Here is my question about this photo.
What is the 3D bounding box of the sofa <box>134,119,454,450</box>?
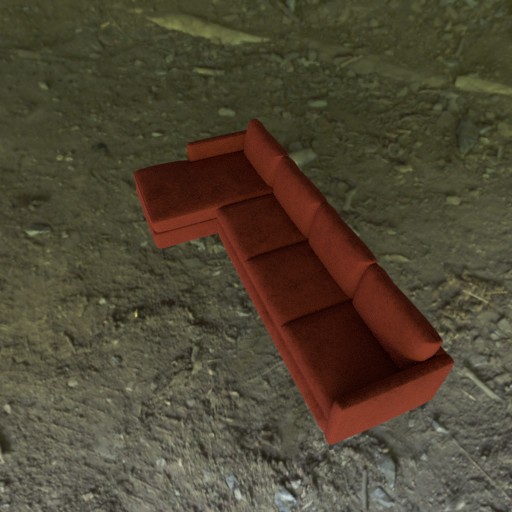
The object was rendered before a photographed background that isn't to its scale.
[{"bbox_3d":[0.000,0.000,2.932,1.136,0.663,2.467,-17,49,-16],"label":"sofa"}]
